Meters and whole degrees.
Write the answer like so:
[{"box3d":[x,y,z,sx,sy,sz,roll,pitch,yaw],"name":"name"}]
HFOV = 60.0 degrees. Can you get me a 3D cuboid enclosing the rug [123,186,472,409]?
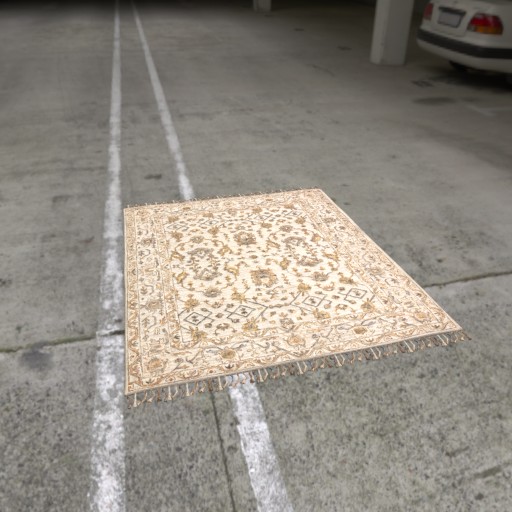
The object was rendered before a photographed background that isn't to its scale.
[{"box3d":[0.000,0.000,4.173,2.426,0.034,3.061,-8,31,-13],"name":"rug"}]
